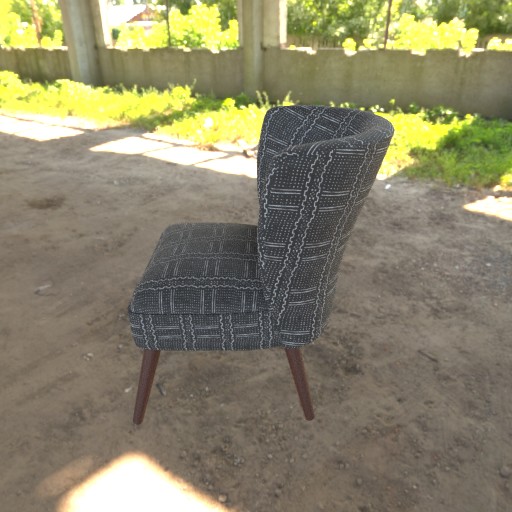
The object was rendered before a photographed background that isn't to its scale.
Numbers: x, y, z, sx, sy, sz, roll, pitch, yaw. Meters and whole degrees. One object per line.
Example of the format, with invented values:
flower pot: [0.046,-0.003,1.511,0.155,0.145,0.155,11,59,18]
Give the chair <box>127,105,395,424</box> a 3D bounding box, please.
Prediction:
chair: [0.000,0.000,1.427,0.758,0.866,0.710,0,26,0]
